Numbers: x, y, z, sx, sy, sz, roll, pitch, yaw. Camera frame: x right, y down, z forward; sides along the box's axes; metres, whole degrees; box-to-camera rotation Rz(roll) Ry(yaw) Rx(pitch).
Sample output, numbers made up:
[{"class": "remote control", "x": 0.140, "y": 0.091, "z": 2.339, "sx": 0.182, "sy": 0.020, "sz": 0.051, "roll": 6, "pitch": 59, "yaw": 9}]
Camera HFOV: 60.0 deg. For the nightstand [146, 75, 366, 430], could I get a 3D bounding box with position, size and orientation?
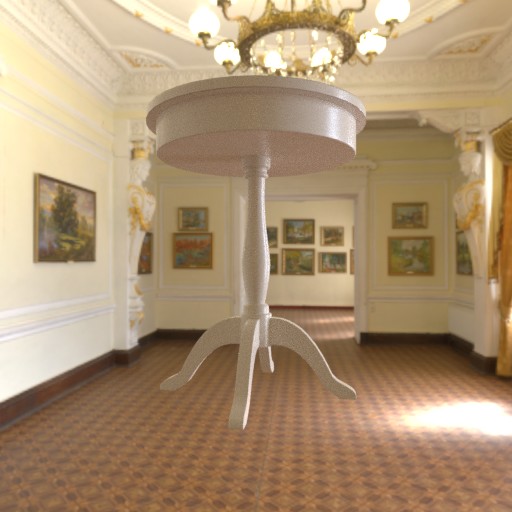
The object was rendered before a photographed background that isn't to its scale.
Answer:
[{"class": "nightstand", "x": 0.000, "y": 0.000, "z": 1.058, "sx": 0.513, "sy": 0.653, "sz": 0.513, "roll": 0, "pitch": -1, "yaw": 18}]
